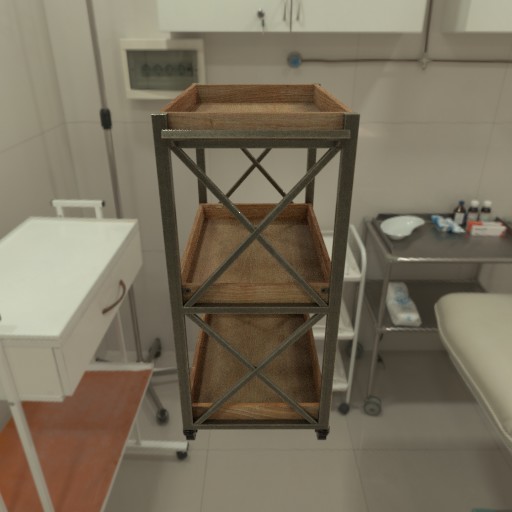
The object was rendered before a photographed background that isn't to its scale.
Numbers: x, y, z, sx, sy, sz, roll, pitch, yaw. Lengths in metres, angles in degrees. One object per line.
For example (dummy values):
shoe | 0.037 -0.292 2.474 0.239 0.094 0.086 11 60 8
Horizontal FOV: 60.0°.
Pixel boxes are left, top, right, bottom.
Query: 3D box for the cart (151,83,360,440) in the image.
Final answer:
cart | 0.000 0.000 1.215 0.377 0.835 0.673 0 26 0
